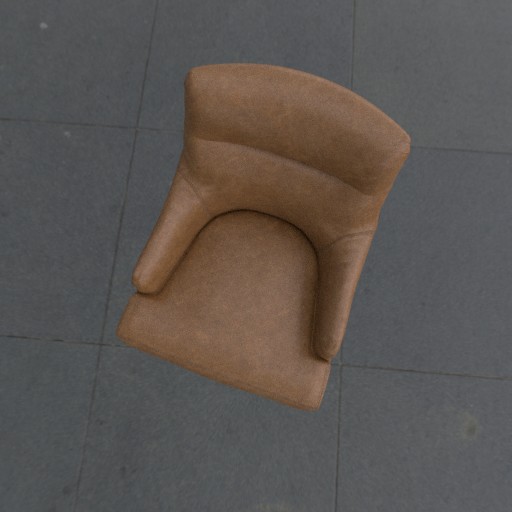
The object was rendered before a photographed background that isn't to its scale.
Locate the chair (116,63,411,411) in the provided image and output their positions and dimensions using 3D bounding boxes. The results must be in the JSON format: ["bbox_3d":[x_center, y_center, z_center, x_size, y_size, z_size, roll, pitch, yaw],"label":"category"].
[{"bbox_3d":[0.000,0.000,1.516,0.729,0.869,0.874,19,77,5],"label":"chair"}]
